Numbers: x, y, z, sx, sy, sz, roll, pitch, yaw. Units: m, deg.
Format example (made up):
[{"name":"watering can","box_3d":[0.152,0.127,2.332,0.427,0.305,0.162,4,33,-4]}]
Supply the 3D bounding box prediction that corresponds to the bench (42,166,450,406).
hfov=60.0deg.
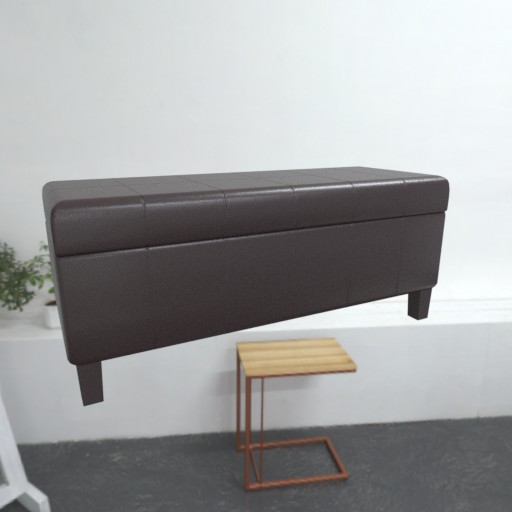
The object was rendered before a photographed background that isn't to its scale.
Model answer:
[{"name":"bench","box_3d":[0.000,0.000,1.313,1.092,0.457,0.429,-8,18,-26]}]
